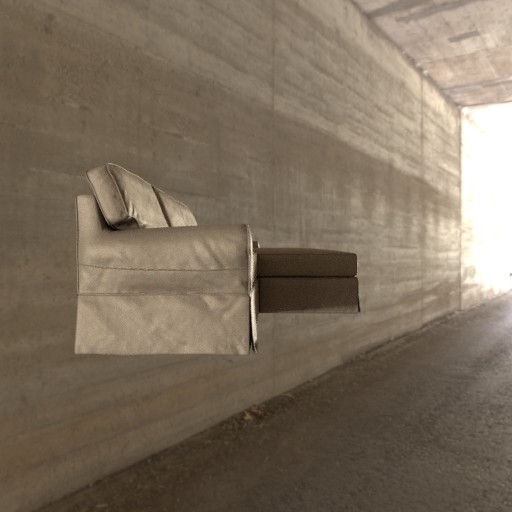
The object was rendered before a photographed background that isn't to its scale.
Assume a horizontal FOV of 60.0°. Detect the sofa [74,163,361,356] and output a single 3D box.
[{"bbox_3d":[0.000,0.000,3.343,1.733,0.978,2.475,0,0,1],"label":"sofa"}]
